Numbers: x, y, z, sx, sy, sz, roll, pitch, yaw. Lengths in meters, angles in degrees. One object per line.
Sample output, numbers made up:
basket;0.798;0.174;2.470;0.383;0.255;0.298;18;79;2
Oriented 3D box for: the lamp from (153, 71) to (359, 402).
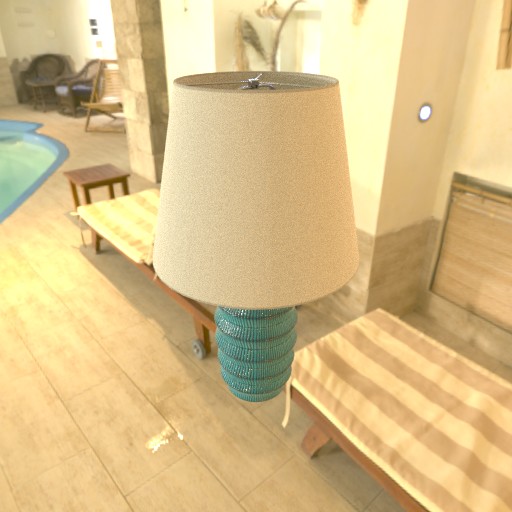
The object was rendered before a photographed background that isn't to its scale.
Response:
lamp;0.000;0.000;0.781;0.355;0.582;0.355;0;28;0
